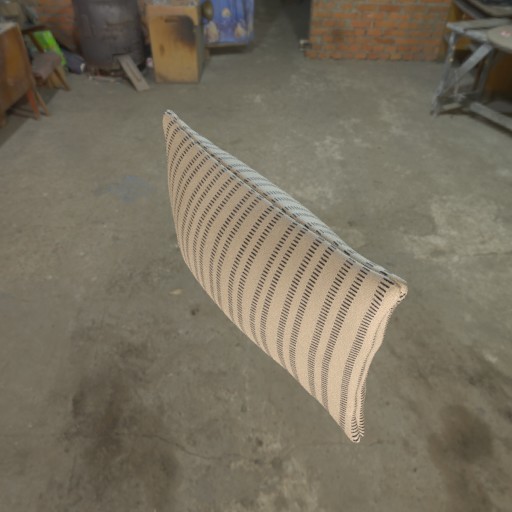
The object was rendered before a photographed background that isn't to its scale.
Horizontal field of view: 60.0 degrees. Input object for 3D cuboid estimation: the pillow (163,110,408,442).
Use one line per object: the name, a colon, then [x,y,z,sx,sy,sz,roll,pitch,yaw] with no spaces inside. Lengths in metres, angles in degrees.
pillow: [0.000,0.000,0.823,0.210,0.353,0.640,-24,46,-26]
